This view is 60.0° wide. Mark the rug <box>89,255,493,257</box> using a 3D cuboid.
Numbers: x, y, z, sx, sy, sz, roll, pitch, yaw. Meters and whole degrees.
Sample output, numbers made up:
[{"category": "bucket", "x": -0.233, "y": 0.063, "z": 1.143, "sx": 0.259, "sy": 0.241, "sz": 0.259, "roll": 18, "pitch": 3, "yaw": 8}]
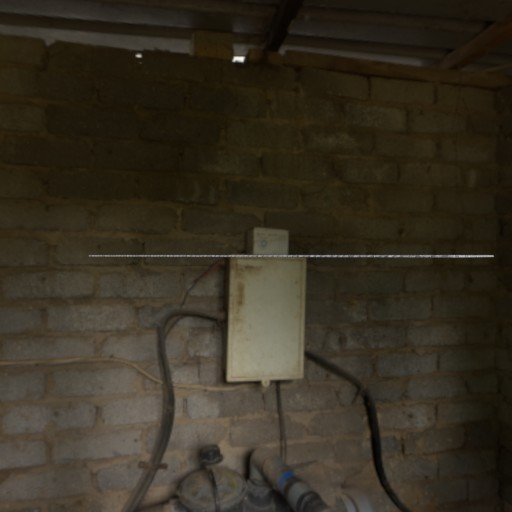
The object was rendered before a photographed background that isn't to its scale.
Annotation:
[{"category": "rug", "x": 0.000, "y": 0.000, "z": 2.495, "sx": 2.286, "sy": 0.008, "sz": 0.686, "roll": 0, "pitch": 0, "yaw": 38}]
